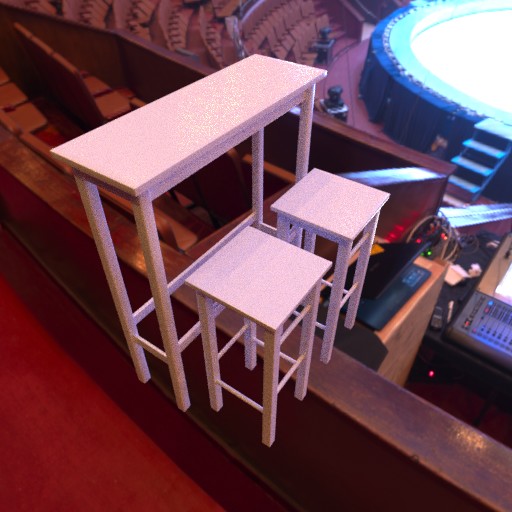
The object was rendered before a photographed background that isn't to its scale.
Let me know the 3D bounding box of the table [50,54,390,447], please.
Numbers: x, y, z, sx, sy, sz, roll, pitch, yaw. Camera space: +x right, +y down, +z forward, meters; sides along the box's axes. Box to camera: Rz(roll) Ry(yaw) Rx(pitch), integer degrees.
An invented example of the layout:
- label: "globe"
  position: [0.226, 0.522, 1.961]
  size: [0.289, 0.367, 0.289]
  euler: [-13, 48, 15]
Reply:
- label: "table"
  position: [0.000, 0.000, 1.629]
  size: [0.650, 1.065, 0.915]
  euler: [25, 48, 25]
